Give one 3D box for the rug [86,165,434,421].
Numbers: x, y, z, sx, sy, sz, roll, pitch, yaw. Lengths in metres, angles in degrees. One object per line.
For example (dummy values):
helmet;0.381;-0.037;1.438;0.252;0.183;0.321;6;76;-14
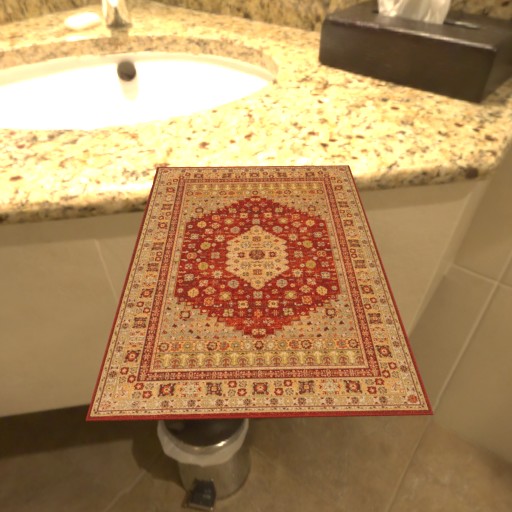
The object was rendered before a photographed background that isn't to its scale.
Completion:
rug;0.000;0.000;2.849;1.593;0.013;2.211;-1;42;-1
